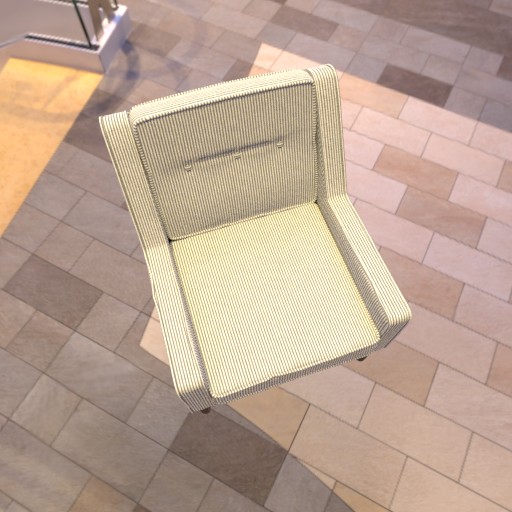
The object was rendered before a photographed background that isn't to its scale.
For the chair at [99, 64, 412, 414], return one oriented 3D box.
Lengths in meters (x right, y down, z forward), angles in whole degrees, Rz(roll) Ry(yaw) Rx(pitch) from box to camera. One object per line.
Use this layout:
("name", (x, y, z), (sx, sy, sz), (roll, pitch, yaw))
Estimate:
("chair", (0.000, 0.000, 1.354), (0.663, 0.792, 0.743), (-16, 64, -8))
